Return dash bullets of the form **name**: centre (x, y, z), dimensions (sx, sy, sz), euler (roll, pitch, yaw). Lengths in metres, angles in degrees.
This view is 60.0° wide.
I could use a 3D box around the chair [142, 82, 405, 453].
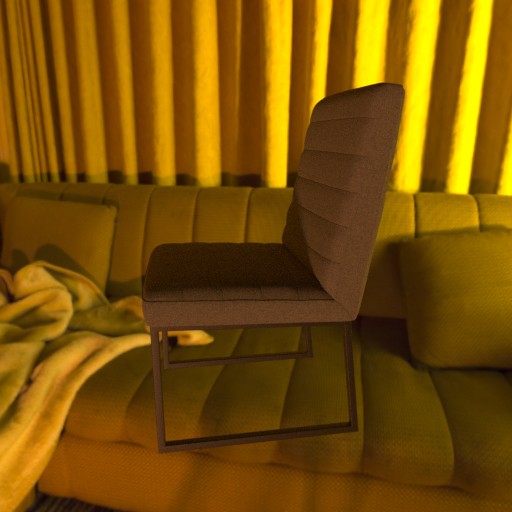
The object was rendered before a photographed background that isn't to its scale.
- **chair**: centre (0.000, 0.000, 1.313), dimensions (0.634, 0.930, 0.520), euler (-2, 15, -9)
